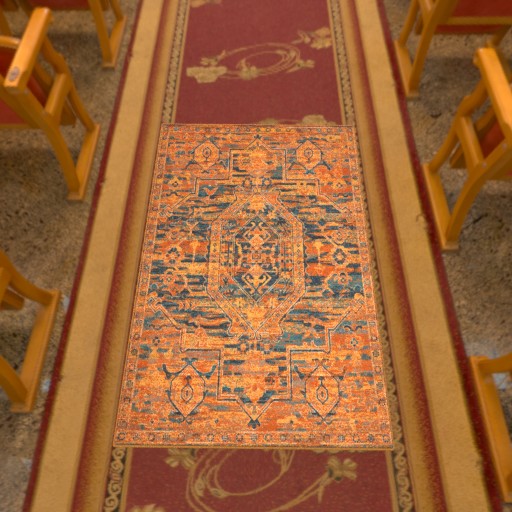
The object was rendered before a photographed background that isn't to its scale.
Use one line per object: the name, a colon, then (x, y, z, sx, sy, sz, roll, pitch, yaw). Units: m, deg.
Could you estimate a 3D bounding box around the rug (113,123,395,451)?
rug: (0.000, 0.000, 1.078, 0.557, 0.008, 0.863, 1, 62, 0)
